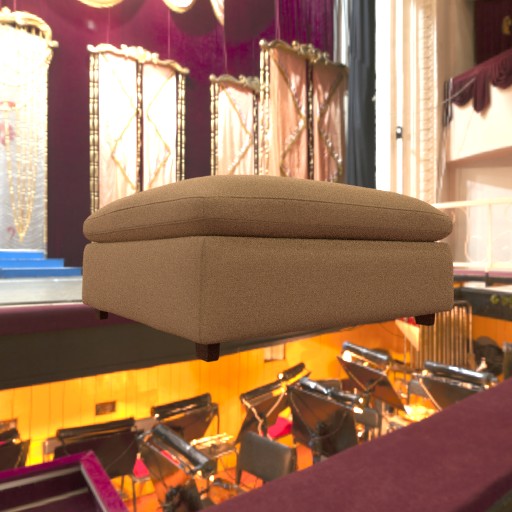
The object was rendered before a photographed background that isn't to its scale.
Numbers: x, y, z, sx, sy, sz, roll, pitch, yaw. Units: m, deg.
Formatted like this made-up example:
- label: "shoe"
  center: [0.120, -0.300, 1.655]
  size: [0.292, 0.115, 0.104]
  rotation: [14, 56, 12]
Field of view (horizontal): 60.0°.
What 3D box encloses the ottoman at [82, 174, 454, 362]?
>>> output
- label: "ottoman"
  center: [0.000, 0.000, 1.573]
  size: [0.977, 0.467, 0.996]
  rotation: [0, 0, -36]
